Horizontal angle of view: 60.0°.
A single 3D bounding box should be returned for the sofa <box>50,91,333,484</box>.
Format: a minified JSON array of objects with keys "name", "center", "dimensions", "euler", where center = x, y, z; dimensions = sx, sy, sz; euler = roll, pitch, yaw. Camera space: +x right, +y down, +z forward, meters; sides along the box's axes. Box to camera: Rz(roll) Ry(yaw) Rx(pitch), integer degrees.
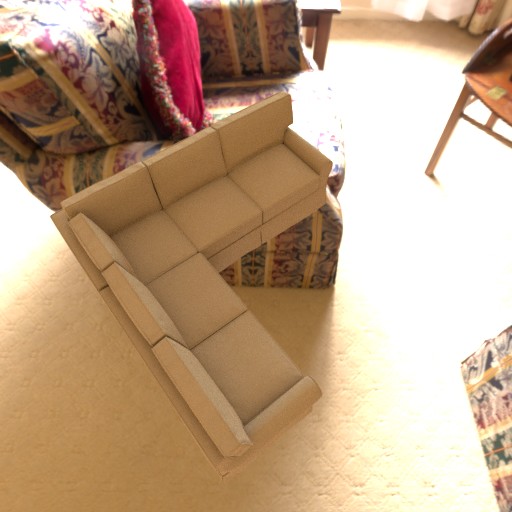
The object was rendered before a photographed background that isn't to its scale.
[{"name":"sofa","center":[0.000,0.000,4.207],"dimensions":[2.733,1.124,2.730],"euler":[-33,63,-19]}]
